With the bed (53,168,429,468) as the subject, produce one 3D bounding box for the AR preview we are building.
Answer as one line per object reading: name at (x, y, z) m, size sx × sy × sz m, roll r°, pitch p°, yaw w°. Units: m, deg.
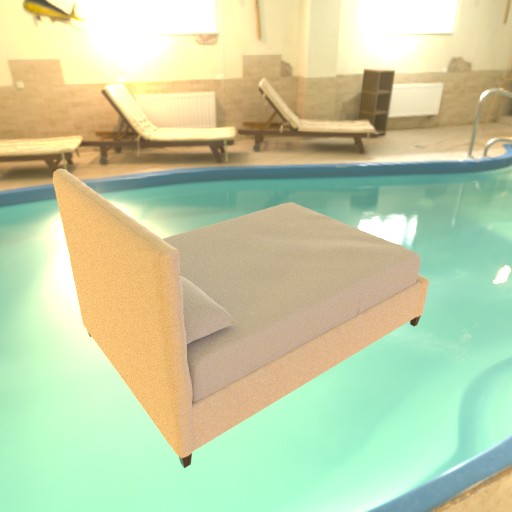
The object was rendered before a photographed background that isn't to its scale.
bed at (0.000, 0.000, 3.499) m, size 2.387 × 1.427 × 1.698 m, roll -19°, pitch 33°, yaw -33°
